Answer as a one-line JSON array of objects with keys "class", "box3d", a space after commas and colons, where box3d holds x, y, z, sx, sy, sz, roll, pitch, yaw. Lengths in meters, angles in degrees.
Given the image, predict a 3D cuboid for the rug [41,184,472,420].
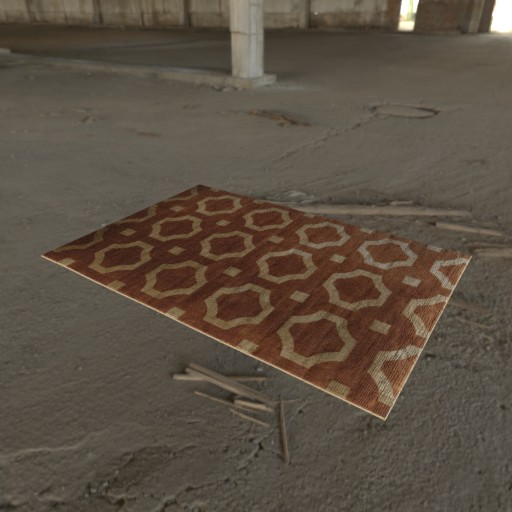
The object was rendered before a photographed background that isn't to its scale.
[{"class": "rug", "box3d": [0.000, 0.000, 2.843, 2.286, 0.016, 1.555, 19, 35, 29]}]
